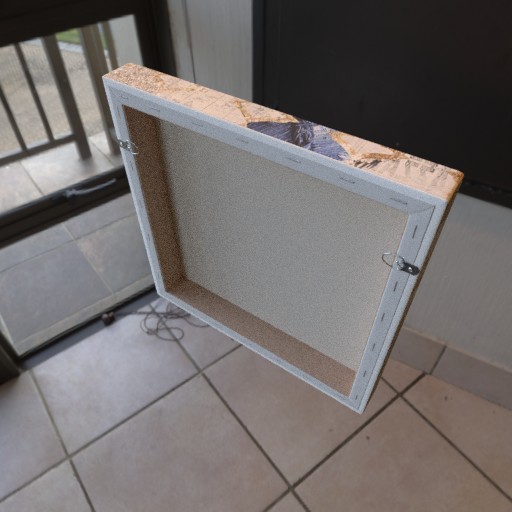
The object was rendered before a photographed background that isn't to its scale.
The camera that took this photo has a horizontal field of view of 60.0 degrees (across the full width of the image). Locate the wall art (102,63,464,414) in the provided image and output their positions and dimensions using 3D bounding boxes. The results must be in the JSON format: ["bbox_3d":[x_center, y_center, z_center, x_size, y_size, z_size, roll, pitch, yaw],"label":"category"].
[{"bbox_3d":[0.000,0.000,0.445,0.303,0.304,0.036,26,52,23],"label":"wall art"}]
